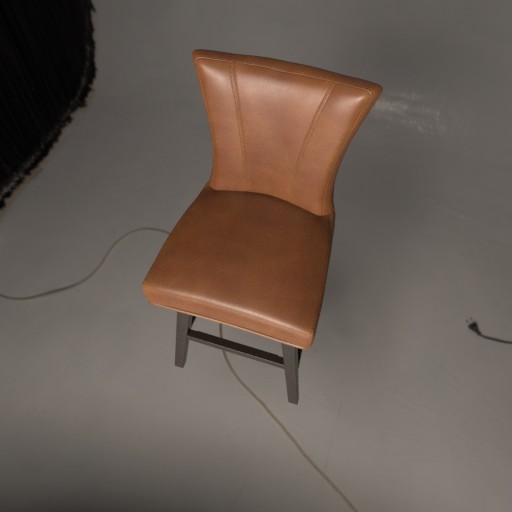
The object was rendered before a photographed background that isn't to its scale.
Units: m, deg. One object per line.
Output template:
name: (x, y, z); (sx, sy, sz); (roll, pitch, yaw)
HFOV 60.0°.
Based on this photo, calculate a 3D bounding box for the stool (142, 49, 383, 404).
stool: (0.000, 0.000, 1.468); (0.522, 1.094, 0.585); (15, 59, 9)
